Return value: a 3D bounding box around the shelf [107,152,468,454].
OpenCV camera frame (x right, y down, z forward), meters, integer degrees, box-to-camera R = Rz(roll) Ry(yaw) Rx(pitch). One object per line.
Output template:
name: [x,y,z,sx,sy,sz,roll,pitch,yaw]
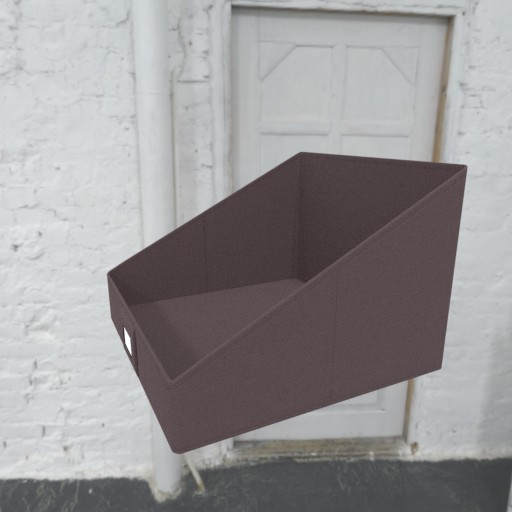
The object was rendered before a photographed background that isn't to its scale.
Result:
shelf: [0.000,0.000,0.495,0.292,0.210,0.292,-8,18,-26]
